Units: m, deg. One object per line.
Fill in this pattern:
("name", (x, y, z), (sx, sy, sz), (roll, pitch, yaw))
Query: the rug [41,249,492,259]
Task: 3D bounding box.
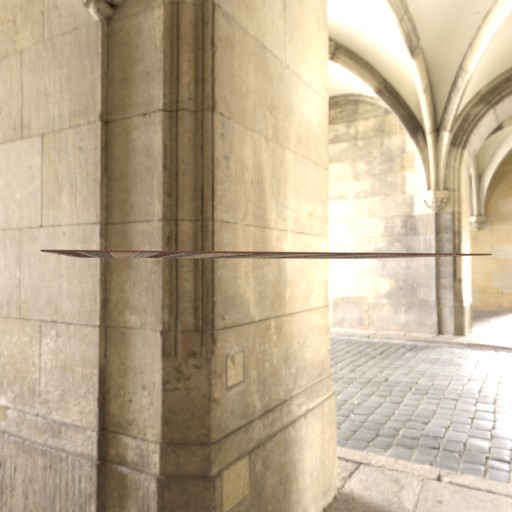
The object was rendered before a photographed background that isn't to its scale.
("rug", (0.000, 0.000, 2.284), (1.829, 0.008, 1.219), (0, -1, -17))
